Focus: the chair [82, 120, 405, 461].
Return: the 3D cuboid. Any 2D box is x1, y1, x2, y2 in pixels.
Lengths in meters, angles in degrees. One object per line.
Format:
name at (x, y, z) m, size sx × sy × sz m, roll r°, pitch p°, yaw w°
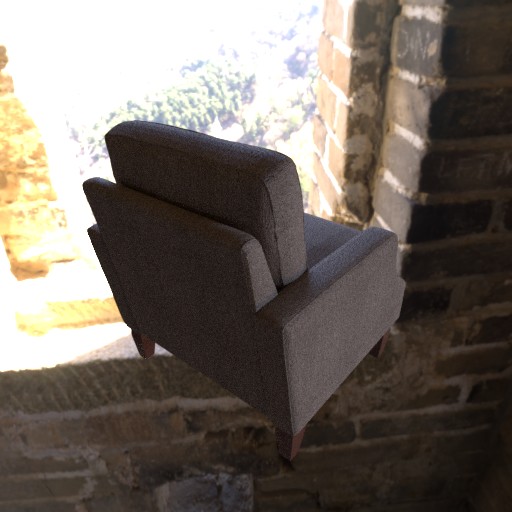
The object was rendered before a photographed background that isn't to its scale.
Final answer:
chair at (0.000, 0.000, 1.617) m, size 0.855 × 0.993 × 0.897 m, roll 22°, pitch 37°, yaw 34°
